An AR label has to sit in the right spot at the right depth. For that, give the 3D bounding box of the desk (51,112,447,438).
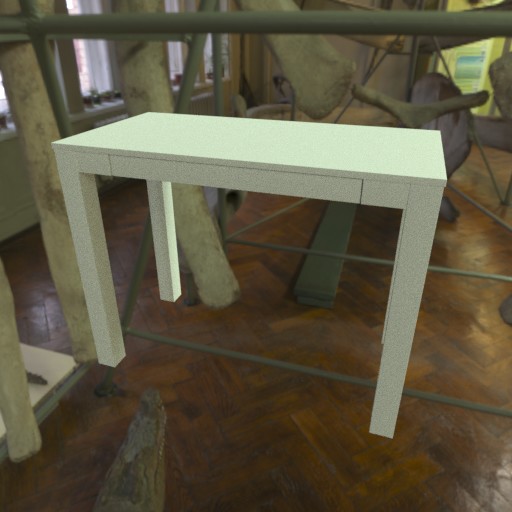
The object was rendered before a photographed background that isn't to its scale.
[{"bbox_3d":[0.000,0.000,1.429,0.990,0.762,0.497,9,29,17],"label":"desk"}]
